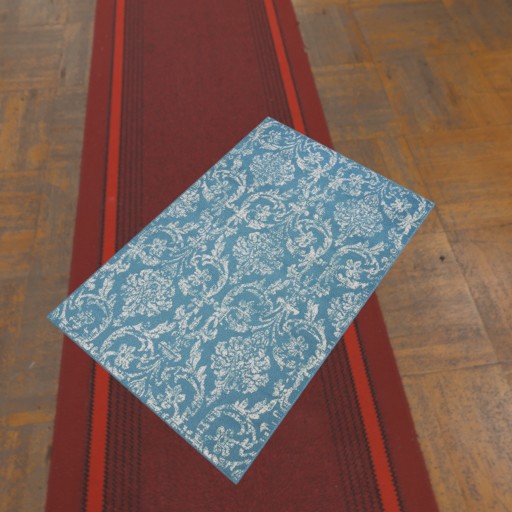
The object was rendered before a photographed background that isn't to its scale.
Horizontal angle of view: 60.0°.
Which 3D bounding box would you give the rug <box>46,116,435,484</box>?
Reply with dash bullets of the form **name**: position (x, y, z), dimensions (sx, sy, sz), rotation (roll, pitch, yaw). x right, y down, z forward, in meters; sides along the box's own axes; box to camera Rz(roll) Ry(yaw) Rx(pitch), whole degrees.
- **rug**: position (0.000, 0.000, 3.567), dimensions (1.816, 0.018, 2.746), rotation (33, 64, 19)
